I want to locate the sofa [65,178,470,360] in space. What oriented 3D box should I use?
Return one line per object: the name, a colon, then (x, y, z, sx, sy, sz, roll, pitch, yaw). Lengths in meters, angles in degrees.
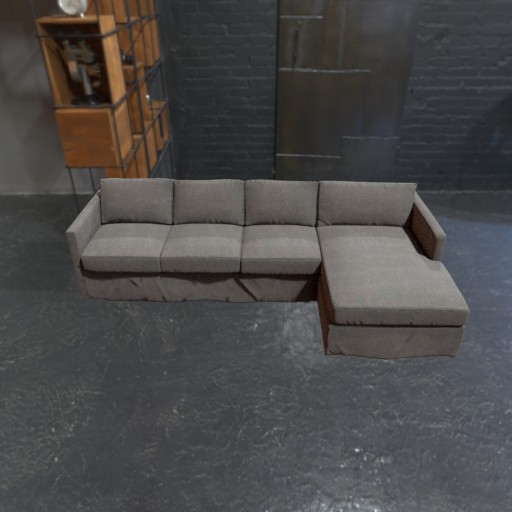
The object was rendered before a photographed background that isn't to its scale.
sofa: (0.000, 0.000, 3.894, 3.205, 0.922, 1.650, 1, 32, 1)
